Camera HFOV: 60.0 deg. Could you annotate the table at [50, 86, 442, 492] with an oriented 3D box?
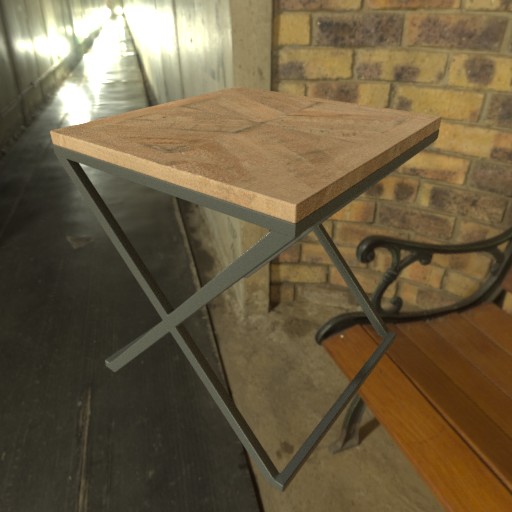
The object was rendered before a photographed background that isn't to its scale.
[{"bbox_3d":[0.000,0.000,0.926,0.498,0.550,0.499,22,37,31],"label":"table"}]
